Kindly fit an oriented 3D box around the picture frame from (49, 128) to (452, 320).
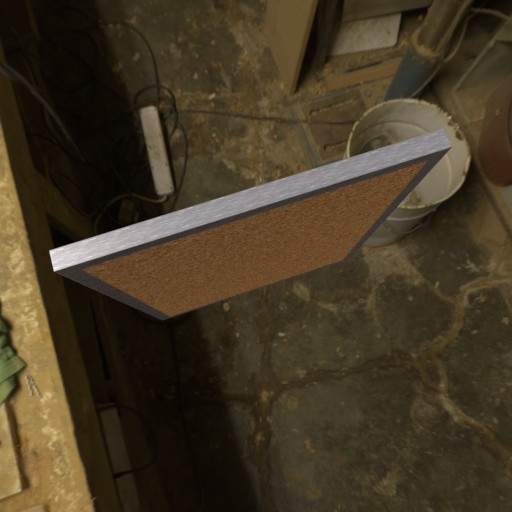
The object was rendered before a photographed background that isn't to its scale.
[{"bbox_3d":[0.000,0.000,0.754,0.454,0.559,0.029,-18,77,-4],"label":"picture frame"}]
